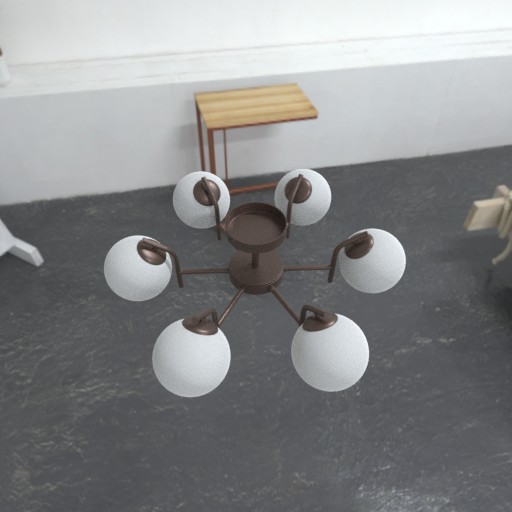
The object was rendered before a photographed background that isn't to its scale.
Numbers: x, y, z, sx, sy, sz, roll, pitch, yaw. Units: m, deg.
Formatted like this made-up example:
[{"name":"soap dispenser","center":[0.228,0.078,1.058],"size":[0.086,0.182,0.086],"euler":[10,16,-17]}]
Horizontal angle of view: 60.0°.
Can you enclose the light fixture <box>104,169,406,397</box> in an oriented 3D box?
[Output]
[{"name":"light fixture","center":[0.000,0.000,0.964],"size":[0.662,0.201,0.662],"euler":[0,48,0]}]
